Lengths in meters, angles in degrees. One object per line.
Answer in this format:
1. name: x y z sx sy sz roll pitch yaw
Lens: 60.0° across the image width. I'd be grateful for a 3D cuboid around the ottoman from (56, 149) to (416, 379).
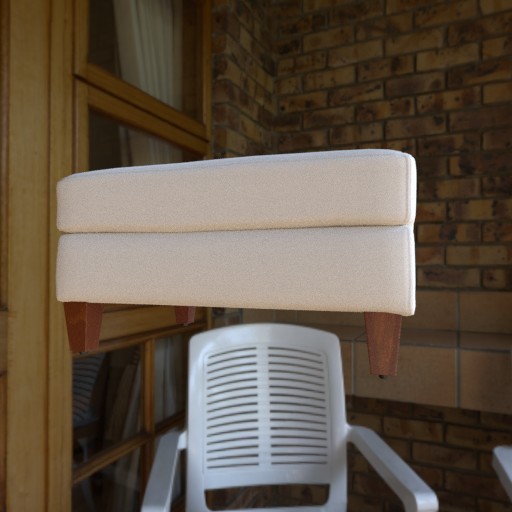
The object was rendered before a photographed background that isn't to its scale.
1. ottoman: 0.000 0.000 1.209 0.818 0.479 0.634 0 -1 19
